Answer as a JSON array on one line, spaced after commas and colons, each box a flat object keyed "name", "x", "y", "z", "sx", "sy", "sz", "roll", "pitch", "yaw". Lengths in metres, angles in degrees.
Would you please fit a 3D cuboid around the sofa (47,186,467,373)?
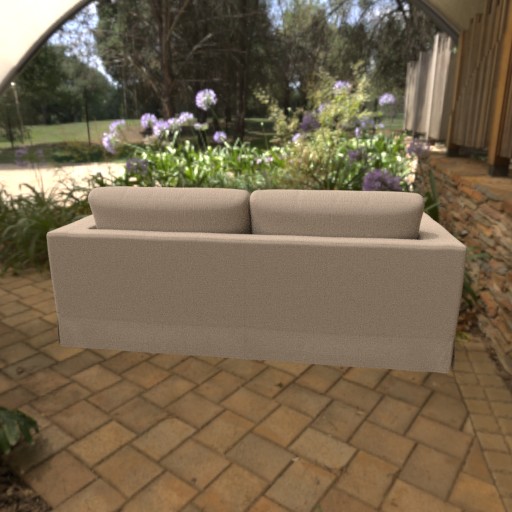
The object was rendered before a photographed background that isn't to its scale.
[{"name": "sofa", "x": 0.000, "y": 0.000, "z": 2.708, "sx": 2.163, "sy": 0.881, "sz": 0.954, "roll": 2, "pitch": 16, "yaw": 8}]
